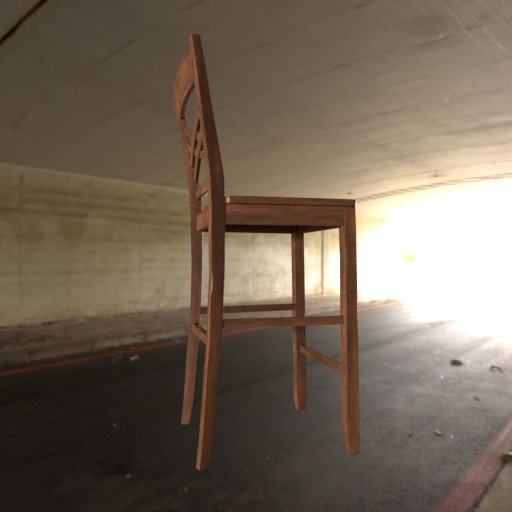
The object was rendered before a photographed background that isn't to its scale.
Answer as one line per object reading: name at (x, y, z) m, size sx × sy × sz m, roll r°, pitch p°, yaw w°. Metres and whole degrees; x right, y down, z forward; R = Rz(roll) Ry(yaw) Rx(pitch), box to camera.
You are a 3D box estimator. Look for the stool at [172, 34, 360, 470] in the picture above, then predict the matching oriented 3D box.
stool at (0.000, 0.000, 1.367) m, size 0.487 × 1.105 × 0.433 m, roll 0°, pitch -1°, yaw -17°
